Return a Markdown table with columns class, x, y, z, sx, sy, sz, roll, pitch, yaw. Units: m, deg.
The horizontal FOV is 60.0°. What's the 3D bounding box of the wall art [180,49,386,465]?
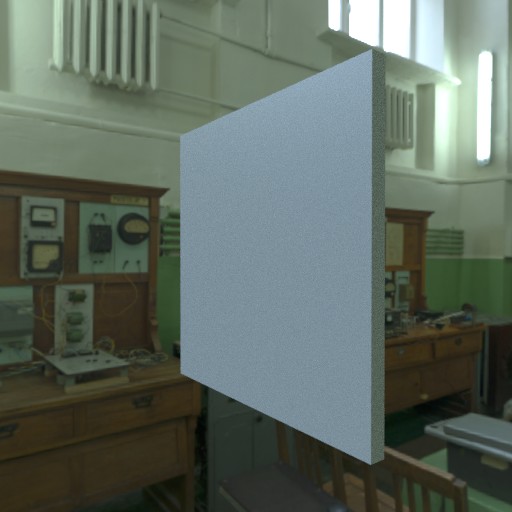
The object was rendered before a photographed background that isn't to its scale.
| class | x | y | z | sx | sy | sz | roll | pitch | yaw |
| --- | --- | --- | --- | --- | --- | --- | --- | --- | --- |
| wall art | 0.000 | 0.000 | 0.828 | 0.028 | 0.559 | 0.559 | 0 | 1 | -37 |
